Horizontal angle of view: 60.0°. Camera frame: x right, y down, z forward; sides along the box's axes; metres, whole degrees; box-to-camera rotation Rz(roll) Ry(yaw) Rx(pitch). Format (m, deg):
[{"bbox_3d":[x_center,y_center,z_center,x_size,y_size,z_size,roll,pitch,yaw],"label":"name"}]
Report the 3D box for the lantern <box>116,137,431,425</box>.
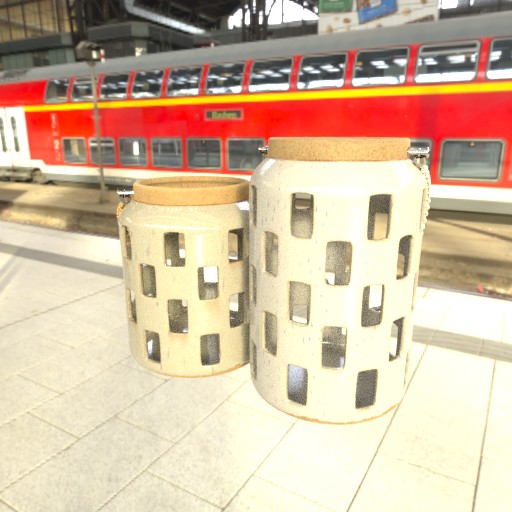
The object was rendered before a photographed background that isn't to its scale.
[{"bbox_3d":[0.000,0.000,0.493,0.347,0.255,0.184,8,18,28],"label":"lantern"}]
